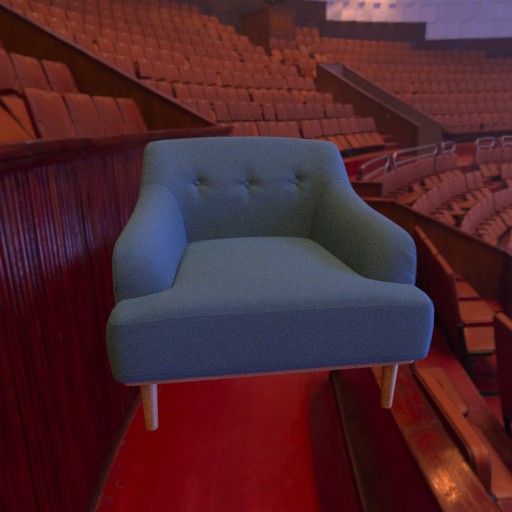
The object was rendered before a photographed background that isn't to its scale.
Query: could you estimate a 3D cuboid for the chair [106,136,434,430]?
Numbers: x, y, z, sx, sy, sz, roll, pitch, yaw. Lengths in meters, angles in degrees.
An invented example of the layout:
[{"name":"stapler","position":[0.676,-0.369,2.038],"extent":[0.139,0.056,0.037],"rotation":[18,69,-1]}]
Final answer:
[{"name":"chair","position":[0.000,0.000,1.641],"extent":[0.946,0.818,0.951],"rotation":[-2,18,-8]}]
